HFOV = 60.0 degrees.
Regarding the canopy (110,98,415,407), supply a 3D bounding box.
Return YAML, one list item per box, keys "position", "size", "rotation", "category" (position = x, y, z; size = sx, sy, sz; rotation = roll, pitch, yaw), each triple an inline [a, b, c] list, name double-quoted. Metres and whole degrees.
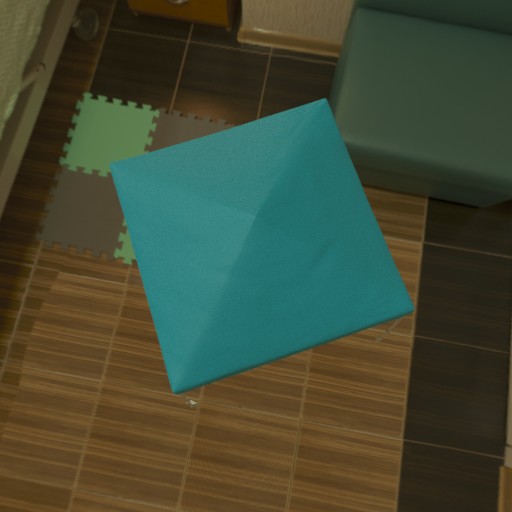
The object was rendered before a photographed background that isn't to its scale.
- position: [0.000, 0.000, 6.544]
  size: [3.600, 3.600, 3.599]
  rotation: [-18, 77, -4]
  category: "canopy"
